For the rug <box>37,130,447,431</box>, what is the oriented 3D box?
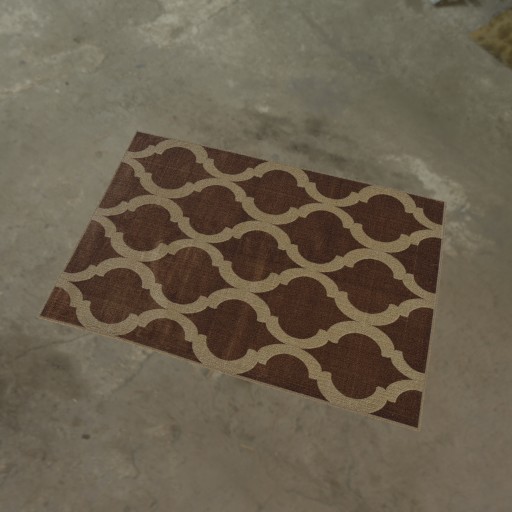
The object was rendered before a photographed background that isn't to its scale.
[{"bbox_3d":[0.000,0.000,2.832,2.290,0.014,1.526,15,64,7],"label":"rug"}]
